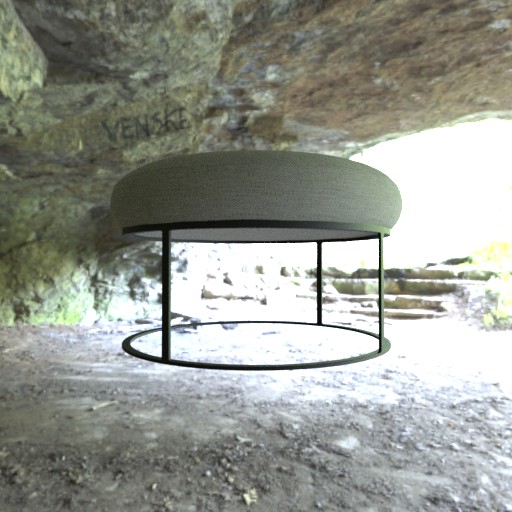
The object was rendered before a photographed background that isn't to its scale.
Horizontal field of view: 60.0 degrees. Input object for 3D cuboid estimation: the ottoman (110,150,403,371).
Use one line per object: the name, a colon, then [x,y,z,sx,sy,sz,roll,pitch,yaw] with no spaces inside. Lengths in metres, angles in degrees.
ottoman: [0.000,0.000,1.219,0.769,0.459,0.769,0,-1,0]
